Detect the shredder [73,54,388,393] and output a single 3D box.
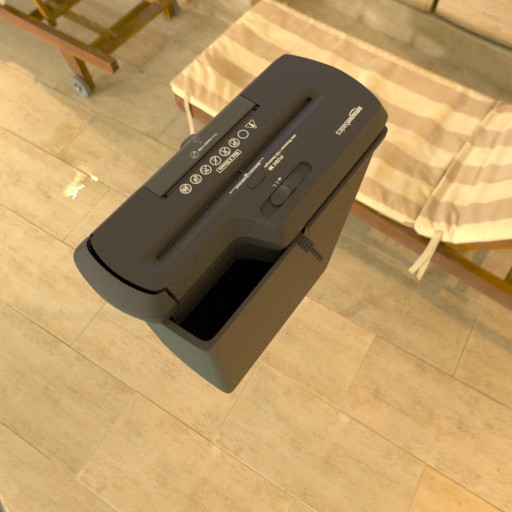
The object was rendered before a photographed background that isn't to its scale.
[{"bbox_3d":[0.000,0.000,0.529,0.170,0.335,0.320,34,68,16],"label":"shredder"}]
